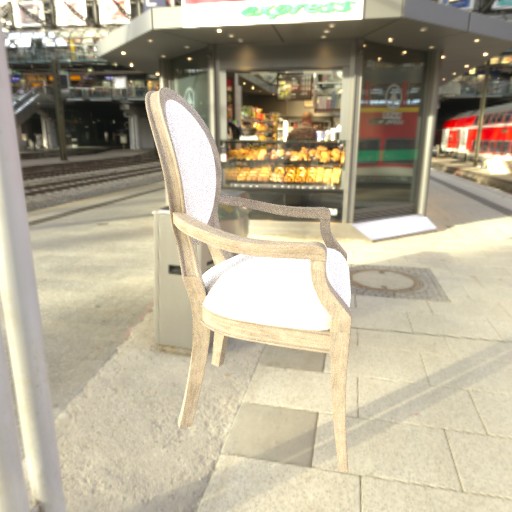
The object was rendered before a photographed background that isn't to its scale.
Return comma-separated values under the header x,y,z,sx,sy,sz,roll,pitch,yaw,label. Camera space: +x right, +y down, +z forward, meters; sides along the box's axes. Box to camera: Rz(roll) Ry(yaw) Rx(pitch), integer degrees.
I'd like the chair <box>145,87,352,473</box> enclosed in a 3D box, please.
x,y,z,sx,sy,sz,roll,pitch,yaw,label
0.000,0.000,1.375,0.602,0.991,0.611,3,15,10,chair
